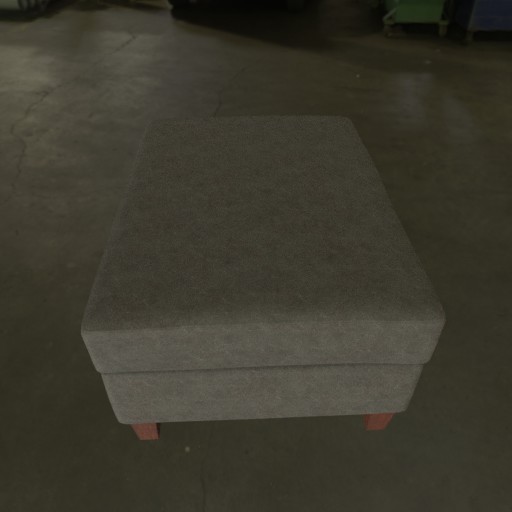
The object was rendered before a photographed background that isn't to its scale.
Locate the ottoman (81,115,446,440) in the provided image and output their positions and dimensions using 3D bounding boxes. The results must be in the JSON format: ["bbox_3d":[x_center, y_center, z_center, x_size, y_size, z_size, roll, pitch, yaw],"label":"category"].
[{"bbox_3d":[0.000,0.000,1.179,0.639,0.464,0.839,-2,41,-2],"label":"ottoman"}]
